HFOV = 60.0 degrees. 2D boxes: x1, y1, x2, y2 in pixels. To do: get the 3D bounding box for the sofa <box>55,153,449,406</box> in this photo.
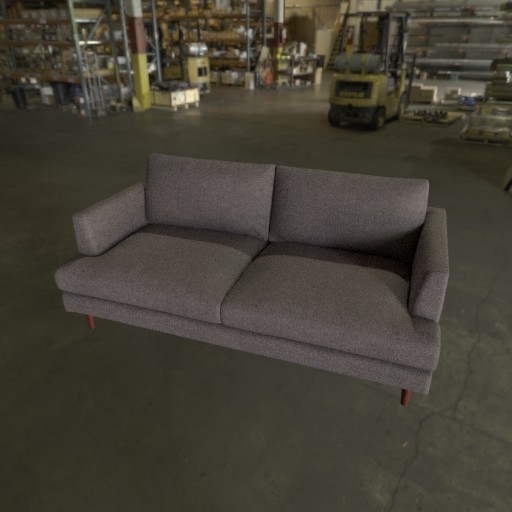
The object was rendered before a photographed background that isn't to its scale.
[{"bbox_3d":[0.000,0.000,2.482,1.948,0.868,1.020,9,28,18],"label":"sofa"}]
